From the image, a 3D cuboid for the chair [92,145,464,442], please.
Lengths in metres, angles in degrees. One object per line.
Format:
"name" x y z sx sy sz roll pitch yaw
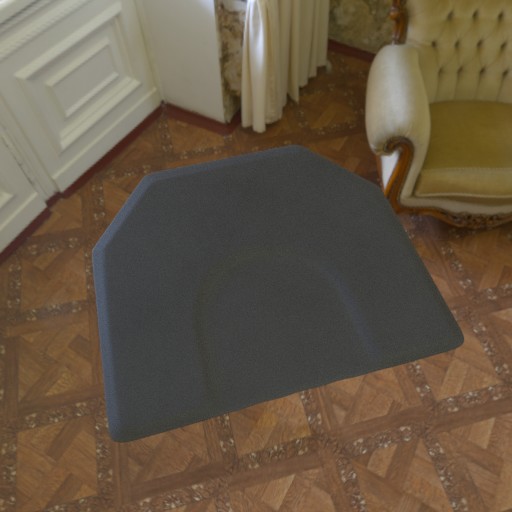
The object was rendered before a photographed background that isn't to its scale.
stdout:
"chair" 0.000 0.000 1.920 1.372 0.024 1.219 -13 58 -8
